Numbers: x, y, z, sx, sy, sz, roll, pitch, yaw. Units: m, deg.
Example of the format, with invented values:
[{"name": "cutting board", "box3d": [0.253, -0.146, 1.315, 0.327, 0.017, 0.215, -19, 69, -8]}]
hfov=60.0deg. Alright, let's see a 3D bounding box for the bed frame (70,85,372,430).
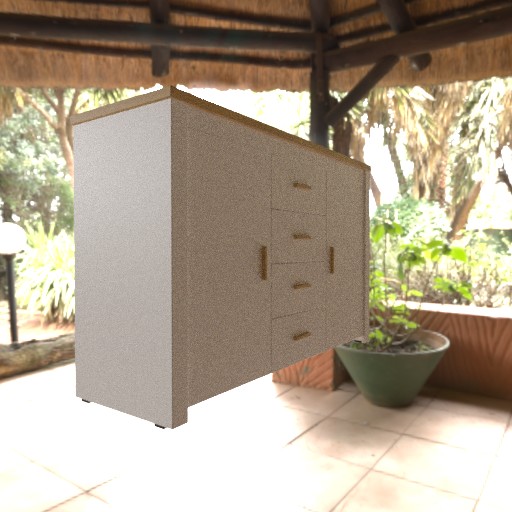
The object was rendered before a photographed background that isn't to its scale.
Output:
[{"name": "bed frame", "box3d": [0.000, 0.000, 1.730, 0.430, 0.850, 1.300, 1, 1, 36]}]
